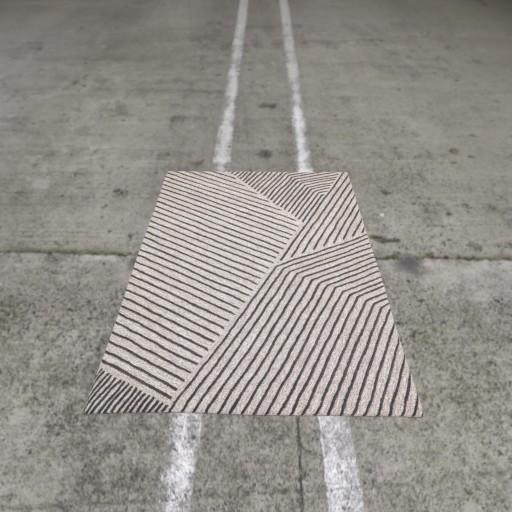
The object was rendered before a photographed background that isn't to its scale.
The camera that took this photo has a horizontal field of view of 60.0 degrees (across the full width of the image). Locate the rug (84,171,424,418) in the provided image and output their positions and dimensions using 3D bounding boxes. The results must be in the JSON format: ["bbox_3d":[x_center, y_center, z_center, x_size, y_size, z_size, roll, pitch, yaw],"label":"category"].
[{"bbox_3d":[0.000,0.000,2.316,1.237,0.019,1.842,0,39,0],"label":"rug"}]
